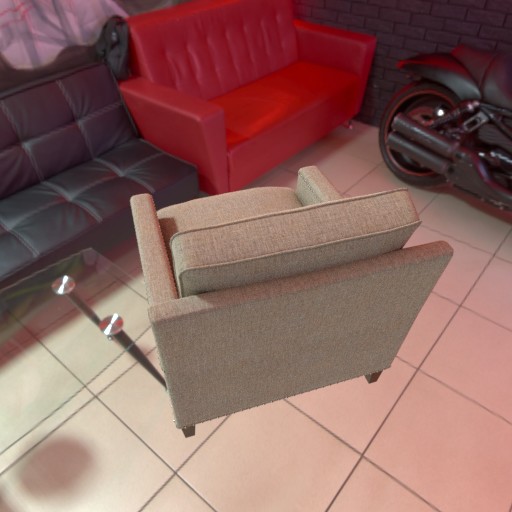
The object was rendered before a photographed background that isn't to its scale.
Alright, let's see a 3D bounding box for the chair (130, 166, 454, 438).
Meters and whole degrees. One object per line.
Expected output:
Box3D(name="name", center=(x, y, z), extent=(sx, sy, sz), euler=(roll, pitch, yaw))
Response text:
Box3D(name="chair", center=(0.000, 0.000, 1.709), extent=(0.853, 0.943, 1.014), euler=(-12, 43, -13))
